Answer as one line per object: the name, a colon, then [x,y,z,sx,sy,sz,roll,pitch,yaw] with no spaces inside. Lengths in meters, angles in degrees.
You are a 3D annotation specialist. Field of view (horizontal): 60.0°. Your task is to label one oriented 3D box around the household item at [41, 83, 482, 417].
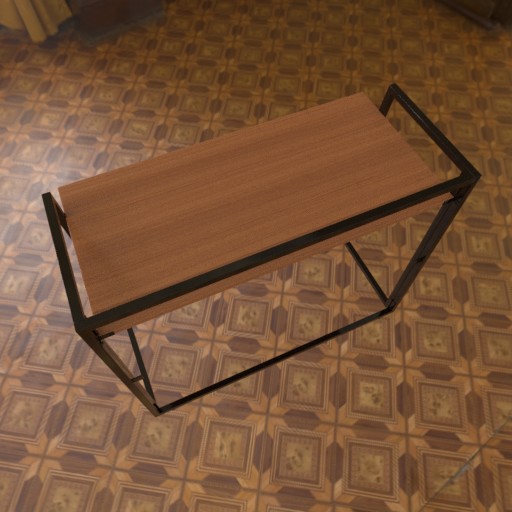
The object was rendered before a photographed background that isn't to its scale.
household item: [0.000,0.000,1.515,1.050,0.860,0.510,-21,61,-12]
